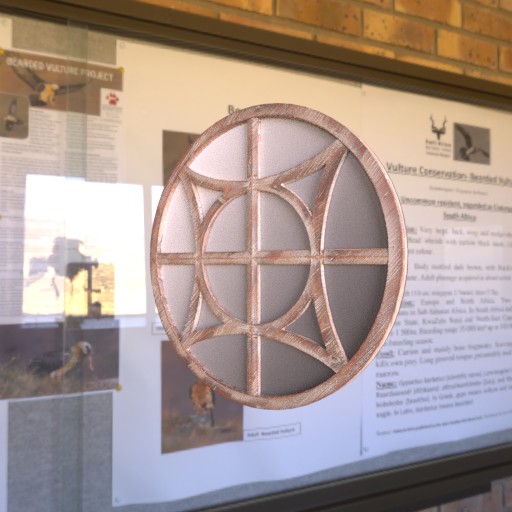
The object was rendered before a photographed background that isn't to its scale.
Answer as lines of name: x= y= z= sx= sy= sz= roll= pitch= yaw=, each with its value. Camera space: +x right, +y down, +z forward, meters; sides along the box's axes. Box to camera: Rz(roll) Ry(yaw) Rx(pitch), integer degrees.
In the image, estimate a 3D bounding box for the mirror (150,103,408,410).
mirror: x=0.000 y=0.000 z=1.061 sx=0.710 sy=0.710 sz=0.038 roll=-1 pitch=-1 yaw=35
